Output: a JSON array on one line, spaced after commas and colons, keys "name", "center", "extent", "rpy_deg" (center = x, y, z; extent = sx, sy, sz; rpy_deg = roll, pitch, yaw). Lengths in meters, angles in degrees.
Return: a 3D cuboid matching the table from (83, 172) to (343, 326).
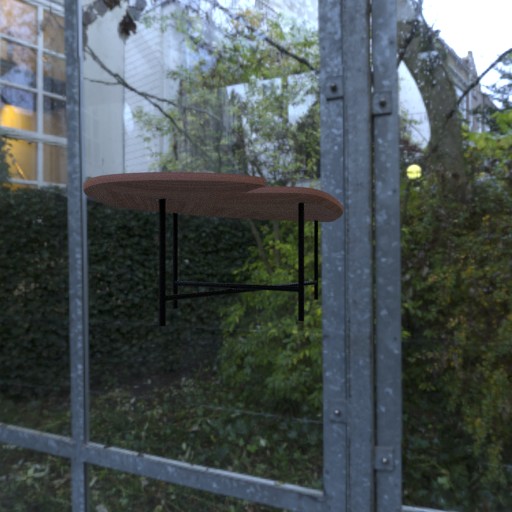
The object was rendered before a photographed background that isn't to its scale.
[{"name": "table", "center": [0.000, 0.000, 1.481], "extent": [0.598, 0.360, 1.199], "rpy_deg": [0, 0, 36]}]
